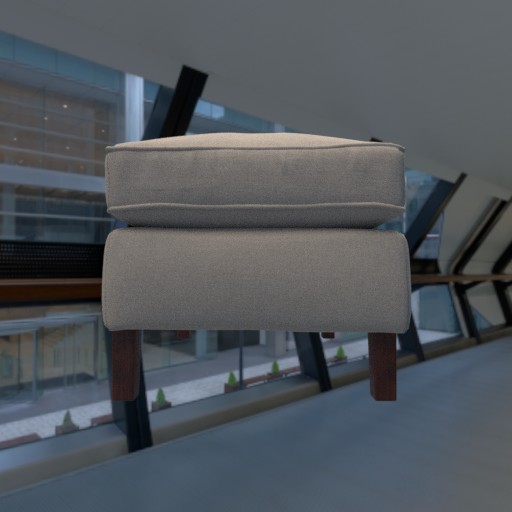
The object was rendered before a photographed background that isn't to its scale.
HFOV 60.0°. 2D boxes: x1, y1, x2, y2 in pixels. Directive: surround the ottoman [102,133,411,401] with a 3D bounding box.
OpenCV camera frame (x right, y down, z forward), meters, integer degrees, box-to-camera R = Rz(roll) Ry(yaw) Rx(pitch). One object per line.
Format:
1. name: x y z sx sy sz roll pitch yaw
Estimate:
1. ottoman: 0.000 0.000 0.984 0.501 0.456 0.665 0 -1 0
